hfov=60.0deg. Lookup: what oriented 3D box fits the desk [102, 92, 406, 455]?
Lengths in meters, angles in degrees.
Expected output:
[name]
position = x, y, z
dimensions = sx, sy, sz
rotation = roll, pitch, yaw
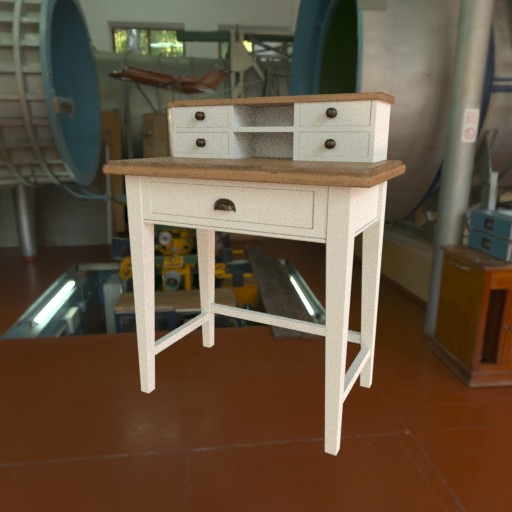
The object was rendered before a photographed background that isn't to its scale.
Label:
[desk]
position = 0.000, 0.000, 1.441
dimensions = 0.814, 0.981, 0.462
rotation = 8, 17, 26
